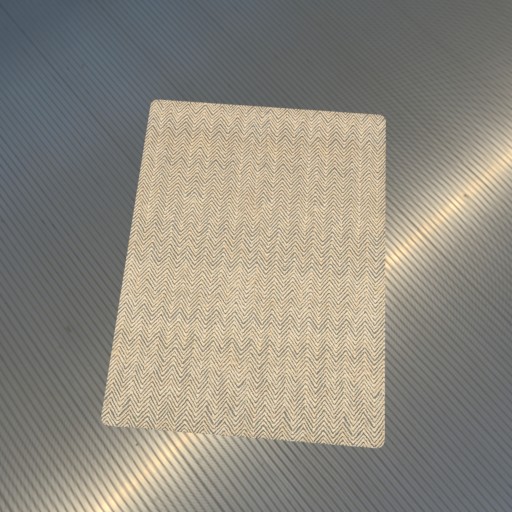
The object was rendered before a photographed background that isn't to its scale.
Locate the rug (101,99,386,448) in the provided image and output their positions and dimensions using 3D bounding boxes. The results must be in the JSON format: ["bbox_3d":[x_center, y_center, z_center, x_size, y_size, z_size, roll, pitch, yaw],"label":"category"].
[{"bbox_3d":[0.000,0.000,4.196,2.439,0.014,3.207,4,75,1],"label":"rug"}]
